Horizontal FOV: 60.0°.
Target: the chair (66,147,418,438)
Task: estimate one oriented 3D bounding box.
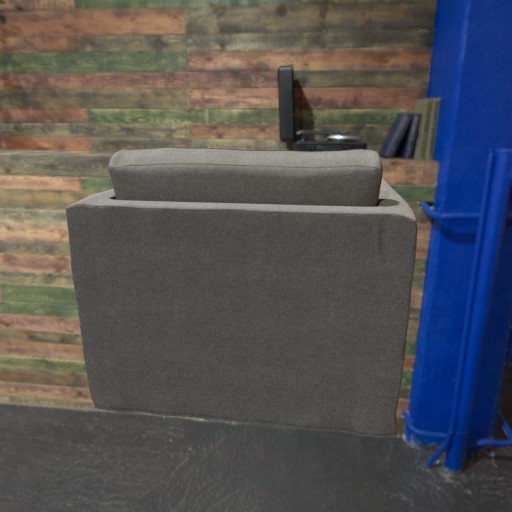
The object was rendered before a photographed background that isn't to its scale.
[{"bbox_3d":[0.000,0.000,1.758,1.057,0.863,0.949,3,17,8],"label":"chair"}]
